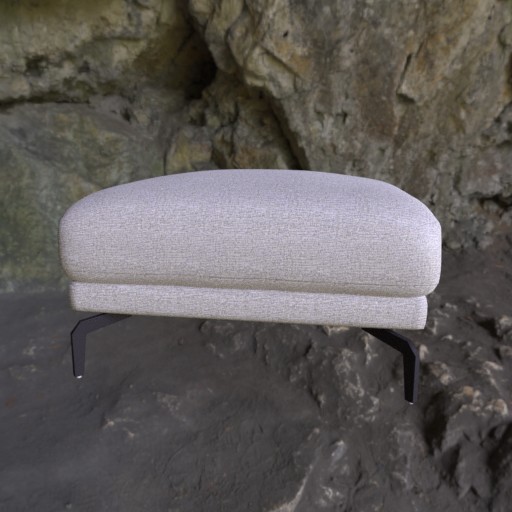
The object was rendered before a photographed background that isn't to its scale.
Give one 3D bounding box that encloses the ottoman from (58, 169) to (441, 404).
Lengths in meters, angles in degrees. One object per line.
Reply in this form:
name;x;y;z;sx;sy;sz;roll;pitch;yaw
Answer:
ottoman;0.000;0.000;1.109;0.772;0.420;0.568;2;15;8
